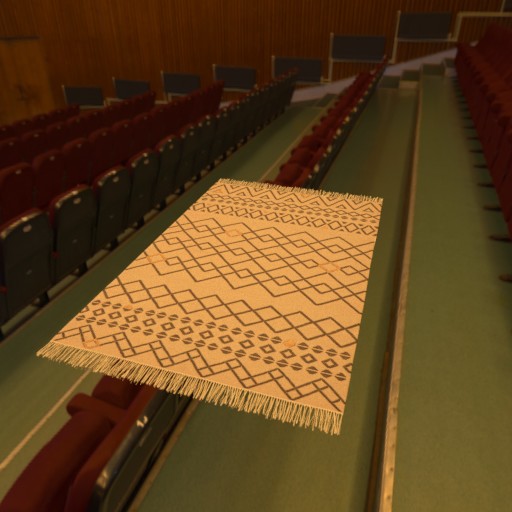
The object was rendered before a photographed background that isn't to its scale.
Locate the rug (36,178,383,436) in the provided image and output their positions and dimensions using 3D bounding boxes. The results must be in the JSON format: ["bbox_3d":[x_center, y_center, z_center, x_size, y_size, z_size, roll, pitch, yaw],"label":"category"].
[{"bbox_3d":[0.000,0.000,2.433,1.224,0.028,2.023,10,33,15],"label":"rug"}]
